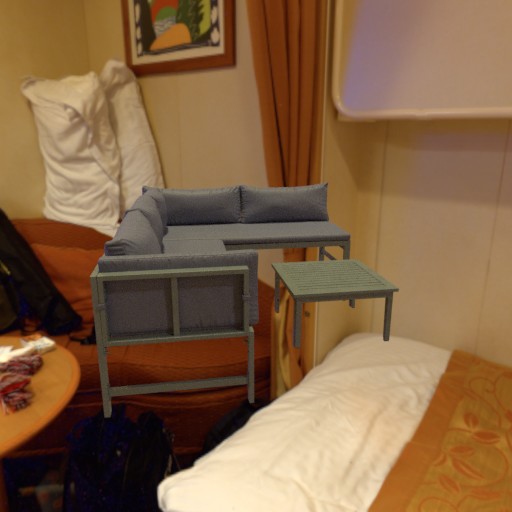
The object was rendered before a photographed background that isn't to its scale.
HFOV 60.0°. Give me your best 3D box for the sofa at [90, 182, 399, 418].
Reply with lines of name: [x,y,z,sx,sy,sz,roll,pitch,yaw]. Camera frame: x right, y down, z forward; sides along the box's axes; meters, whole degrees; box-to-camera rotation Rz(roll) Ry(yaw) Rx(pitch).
sofa: [0.000,0.000,2.912,1.658,0.762,2.149,-3,16,-9]
